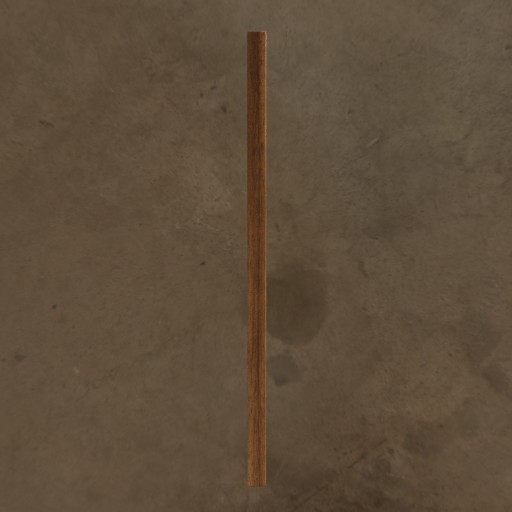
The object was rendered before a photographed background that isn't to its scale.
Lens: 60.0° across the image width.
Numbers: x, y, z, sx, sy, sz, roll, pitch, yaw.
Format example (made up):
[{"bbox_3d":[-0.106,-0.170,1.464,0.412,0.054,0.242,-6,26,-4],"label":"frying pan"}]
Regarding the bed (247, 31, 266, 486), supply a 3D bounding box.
[{"bbox_3d":[0.000,0.000,1.481,0.043,0.940,1.041,0,92,0],"label":"bed"}]
